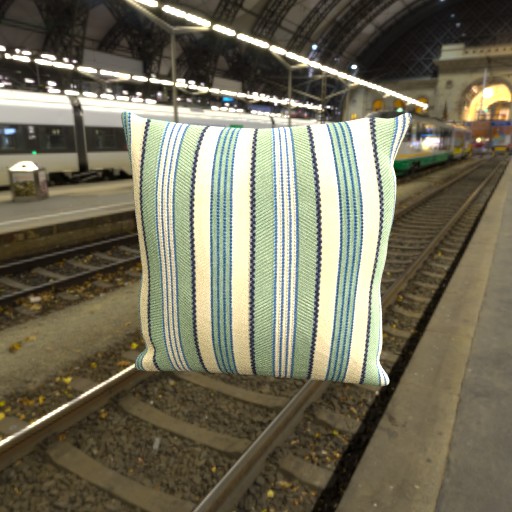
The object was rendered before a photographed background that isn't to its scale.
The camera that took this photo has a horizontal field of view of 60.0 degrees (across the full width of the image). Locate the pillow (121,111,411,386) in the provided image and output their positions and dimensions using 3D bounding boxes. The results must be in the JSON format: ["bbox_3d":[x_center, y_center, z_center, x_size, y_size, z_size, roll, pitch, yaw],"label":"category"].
[{"bbox_3d":[0.000,0.000,0.700,0.440,0.441,0.182,2,15,8],"label":"pillow"}]
